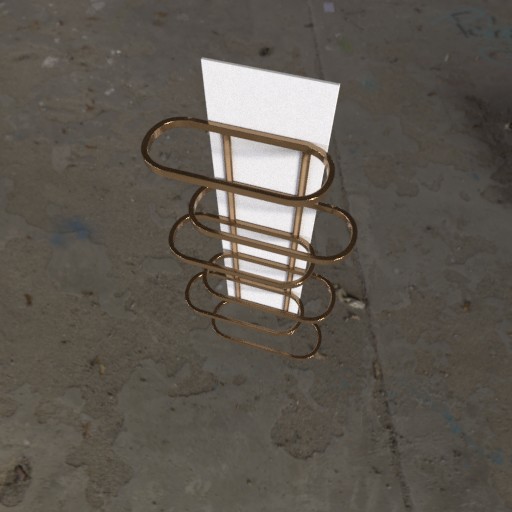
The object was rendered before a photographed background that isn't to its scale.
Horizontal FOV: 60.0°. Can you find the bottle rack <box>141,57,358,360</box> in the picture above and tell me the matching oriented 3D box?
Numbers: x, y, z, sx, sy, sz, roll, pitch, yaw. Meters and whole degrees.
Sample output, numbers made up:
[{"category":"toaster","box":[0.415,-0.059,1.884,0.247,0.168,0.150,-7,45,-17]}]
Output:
[{"category":"bottle rack","box":[0.000,0.000,0.832,0.332,0.709,0.118,15,59,9]}]
